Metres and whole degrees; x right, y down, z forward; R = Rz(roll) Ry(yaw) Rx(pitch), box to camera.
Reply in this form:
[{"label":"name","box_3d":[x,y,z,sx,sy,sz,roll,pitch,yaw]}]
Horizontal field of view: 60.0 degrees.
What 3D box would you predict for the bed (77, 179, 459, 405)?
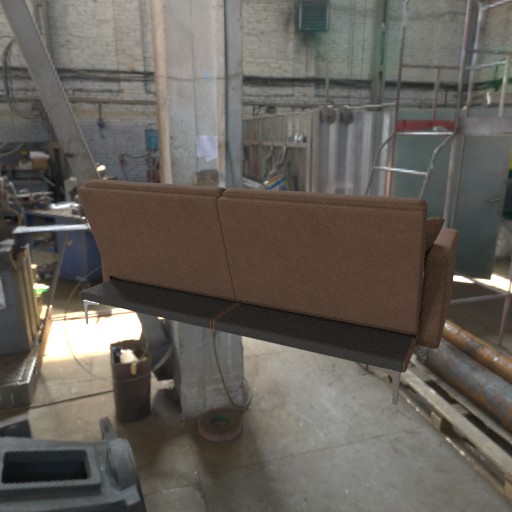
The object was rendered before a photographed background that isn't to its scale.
[{"label":"bed","box_3d":[0.000,0.000,2.363,1.905,0.787,0.889,8,17,26]}]
